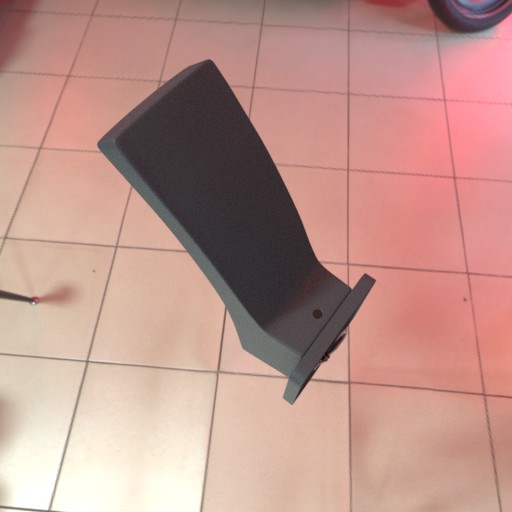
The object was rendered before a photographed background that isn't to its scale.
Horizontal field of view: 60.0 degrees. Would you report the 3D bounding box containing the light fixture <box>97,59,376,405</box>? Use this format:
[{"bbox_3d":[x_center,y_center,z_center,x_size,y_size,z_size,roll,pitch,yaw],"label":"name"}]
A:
[{"bbox_3d":[0.000,0.000,0.339,0.174,0.243,0.108,35,68,16],"label":"light fixture"}]
